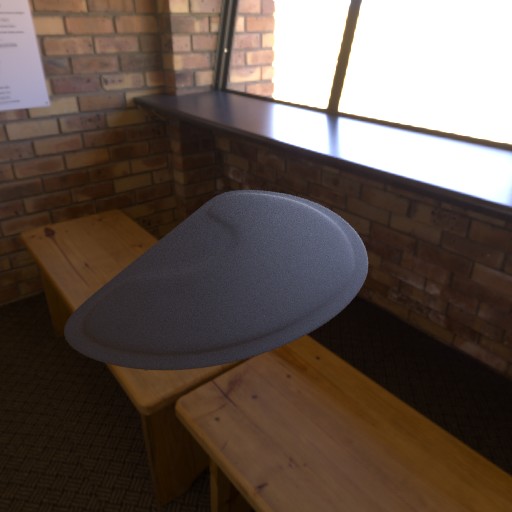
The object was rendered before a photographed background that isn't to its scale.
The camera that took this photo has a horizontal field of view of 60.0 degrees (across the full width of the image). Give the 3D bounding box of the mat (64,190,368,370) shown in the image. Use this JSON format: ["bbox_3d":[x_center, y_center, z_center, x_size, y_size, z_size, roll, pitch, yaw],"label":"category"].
[{"bbox_3d":[0.000,0.000,1.857,0.913,0.013,1.524,10,30,17],"label":"mat"}]
